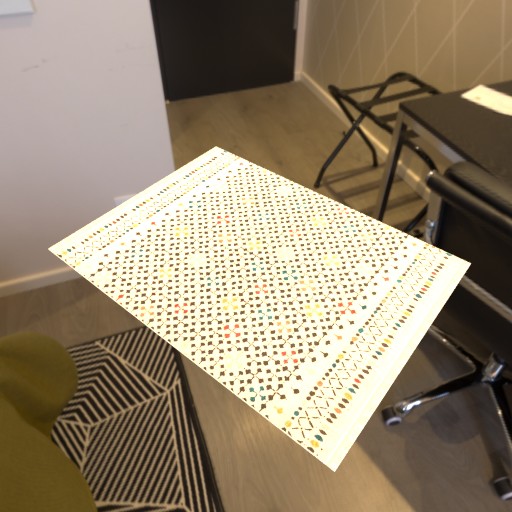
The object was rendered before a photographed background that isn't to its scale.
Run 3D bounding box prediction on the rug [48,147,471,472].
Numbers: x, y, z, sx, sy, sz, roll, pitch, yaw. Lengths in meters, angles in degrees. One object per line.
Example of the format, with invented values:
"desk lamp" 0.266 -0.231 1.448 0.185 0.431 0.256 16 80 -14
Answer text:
"rug" 0.000 0.000 2.024 1.556 0.006 1.146 30 52 26
